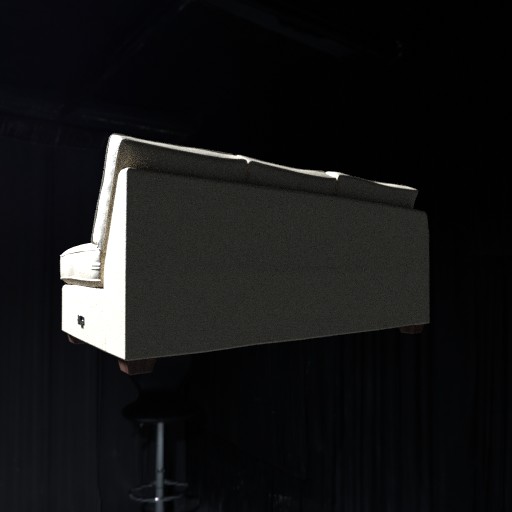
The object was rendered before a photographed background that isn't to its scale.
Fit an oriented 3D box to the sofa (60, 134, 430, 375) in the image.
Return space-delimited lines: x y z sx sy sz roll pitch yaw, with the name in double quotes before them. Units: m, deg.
"sofa" 0.000 0.000 2.598 1.962 0.946 1.034 1 -2 -36
